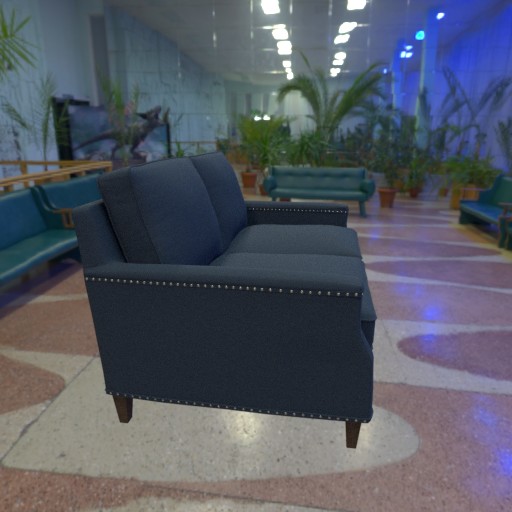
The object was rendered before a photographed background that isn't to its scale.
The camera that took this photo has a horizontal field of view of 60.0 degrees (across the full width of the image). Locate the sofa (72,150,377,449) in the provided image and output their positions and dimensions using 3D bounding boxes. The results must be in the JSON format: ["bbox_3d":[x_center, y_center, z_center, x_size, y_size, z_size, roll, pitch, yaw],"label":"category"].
[{"bbox_3d":[0.000,0.000,2.255,1.084,1.003,1.597,3,16,9],"label":"sofa"}]
